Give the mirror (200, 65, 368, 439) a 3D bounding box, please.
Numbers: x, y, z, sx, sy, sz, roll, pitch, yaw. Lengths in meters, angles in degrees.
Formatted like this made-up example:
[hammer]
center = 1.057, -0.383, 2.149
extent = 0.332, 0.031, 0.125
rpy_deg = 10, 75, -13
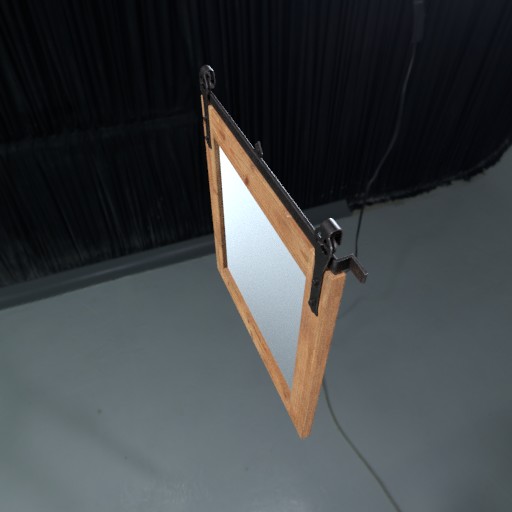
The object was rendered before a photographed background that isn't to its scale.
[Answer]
[mirror]
center = 0.000, 0.000, 1.216
extent = 0.054, 0.800, 0.805
rpy_deg = -17, 49, -16
